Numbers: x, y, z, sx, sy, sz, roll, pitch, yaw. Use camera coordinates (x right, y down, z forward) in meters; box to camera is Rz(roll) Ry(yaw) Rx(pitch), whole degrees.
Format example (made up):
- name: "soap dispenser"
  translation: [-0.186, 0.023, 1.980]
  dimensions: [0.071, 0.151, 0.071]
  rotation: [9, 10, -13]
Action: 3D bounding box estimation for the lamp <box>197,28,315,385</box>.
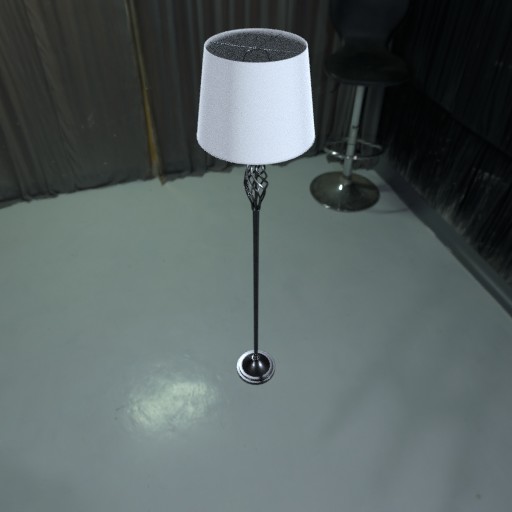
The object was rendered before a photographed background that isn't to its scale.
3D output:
- name: "lamp"
  translation: [0.000, 0.000, 1.795]
  dimensions: [0.379, 1.623, 0.379]
  rotation: [0, 43, 0]
